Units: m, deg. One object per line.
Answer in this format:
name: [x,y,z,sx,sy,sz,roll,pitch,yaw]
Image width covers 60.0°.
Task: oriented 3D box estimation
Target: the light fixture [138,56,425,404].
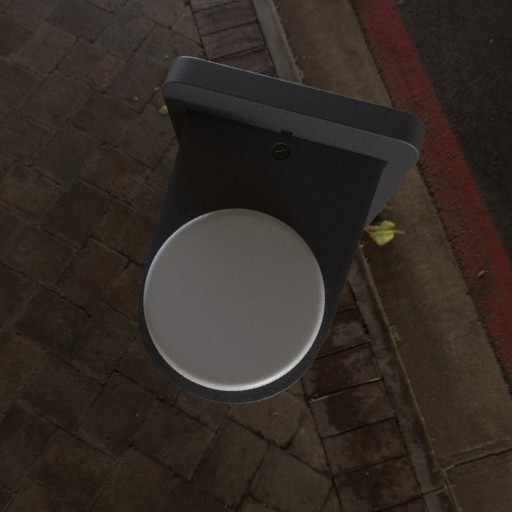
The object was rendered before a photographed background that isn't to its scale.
light fixture: [0.000,0.000,0.212,0.109,0.109,0.132,16,76,4]
